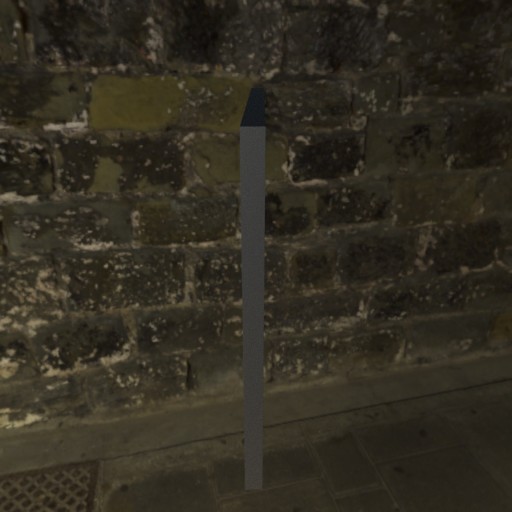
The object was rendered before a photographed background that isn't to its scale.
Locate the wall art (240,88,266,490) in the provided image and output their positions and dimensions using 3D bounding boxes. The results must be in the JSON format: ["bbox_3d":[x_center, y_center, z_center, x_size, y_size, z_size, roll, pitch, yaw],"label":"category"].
[{"bbox_3d":[0.000,0.000,1.146,0.038,0.763,0.763,0,25,1],"label":"wall art"}]
